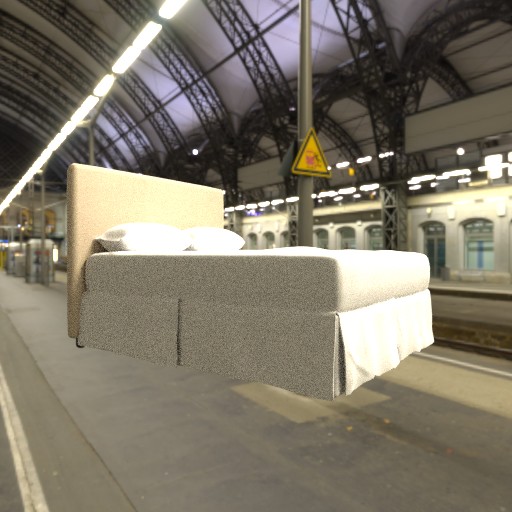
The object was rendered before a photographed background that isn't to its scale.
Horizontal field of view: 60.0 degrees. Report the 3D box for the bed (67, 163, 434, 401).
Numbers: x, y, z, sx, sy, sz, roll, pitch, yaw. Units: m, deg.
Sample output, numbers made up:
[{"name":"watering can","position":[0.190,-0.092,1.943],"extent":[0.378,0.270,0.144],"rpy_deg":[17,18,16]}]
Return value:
[{"name":"bed","position":[0.000,0.000,3.240],"extent":[2.142,1.330,1.723],"rpy_deg":[0,1,35]}]
